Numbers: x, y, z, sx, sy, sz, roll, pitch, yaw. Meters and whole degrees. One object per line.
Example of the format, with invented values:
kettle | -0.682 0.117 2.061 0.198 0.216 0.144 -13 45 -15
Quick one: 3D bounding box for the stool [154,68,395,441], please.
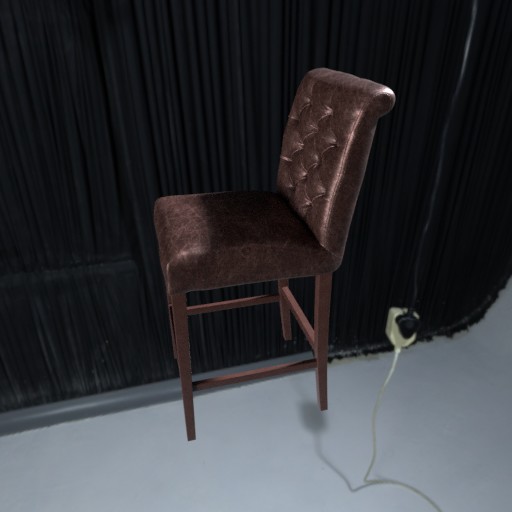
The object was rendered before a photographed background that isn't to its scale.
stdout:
stool | 0.000 0.000 1.552 0.659 1.168 0.483 -7 30 -13
